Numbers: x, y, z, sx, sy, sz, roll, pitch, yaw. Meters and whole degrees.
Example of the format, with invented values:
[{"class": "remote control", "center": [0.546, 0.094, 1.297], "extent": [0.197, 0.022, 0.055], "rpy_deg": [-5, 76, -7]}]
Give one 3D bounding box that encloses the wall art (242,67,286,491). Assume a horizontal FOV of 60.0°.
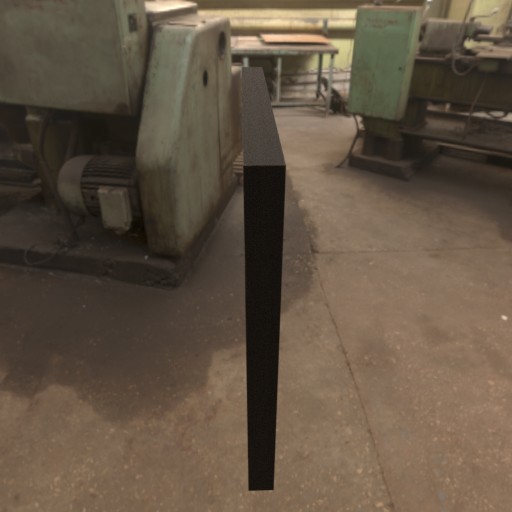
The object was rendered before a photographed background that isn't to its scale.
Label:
[{"class": "wall art", "center": [0.000, 0.000, 0.741], "extent": [0.038, 0.508, 0.508], "rpy_deg": [-1, 32, -1]}]
